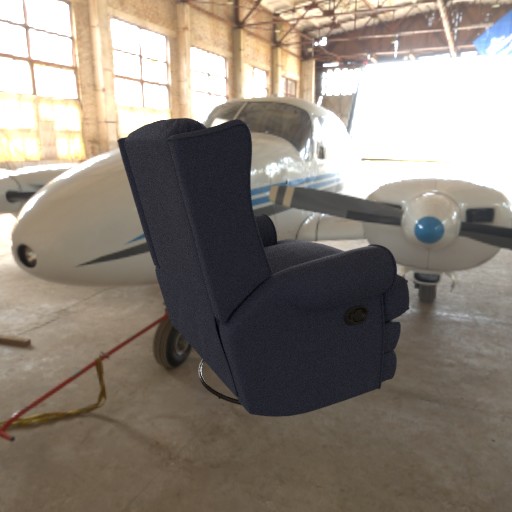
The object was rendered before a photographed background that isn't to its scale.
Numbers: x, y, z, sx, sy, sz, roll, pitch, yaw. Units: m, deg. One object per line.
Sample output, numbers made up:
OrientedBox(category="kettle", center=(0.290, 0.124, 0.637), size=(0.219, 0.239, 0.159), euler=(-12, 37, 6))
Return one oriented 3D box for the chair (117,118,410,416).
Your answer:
OrientedBox(category="chair", center=(0.000, 0.000, 1.759), size=(0.877, 1.020, 0.971), euler=(-7, 16, -27))
